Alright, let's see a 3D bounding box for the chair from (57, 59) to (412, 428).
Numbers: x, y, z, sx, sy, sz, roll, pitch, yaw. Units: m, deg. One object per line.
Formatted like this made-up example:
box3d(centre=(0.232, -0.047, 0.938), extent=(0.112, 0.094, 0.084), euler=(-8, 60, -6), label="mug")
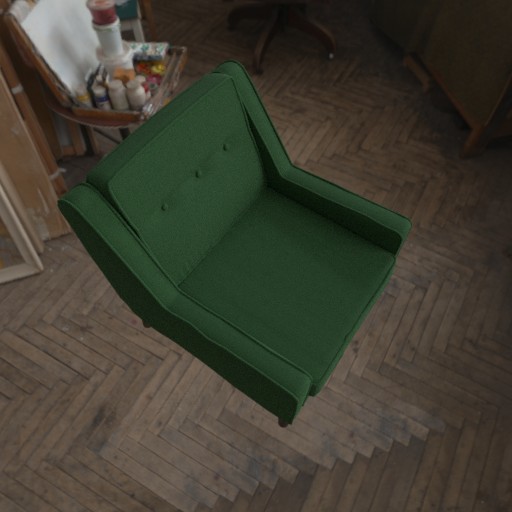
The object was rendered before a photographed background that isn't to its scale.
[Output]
box3d(centre=(0.000, 0.000, 1.365), extent=(0.743, 0.792, 0.663), euler=(31, 64, 17), label="chair")
